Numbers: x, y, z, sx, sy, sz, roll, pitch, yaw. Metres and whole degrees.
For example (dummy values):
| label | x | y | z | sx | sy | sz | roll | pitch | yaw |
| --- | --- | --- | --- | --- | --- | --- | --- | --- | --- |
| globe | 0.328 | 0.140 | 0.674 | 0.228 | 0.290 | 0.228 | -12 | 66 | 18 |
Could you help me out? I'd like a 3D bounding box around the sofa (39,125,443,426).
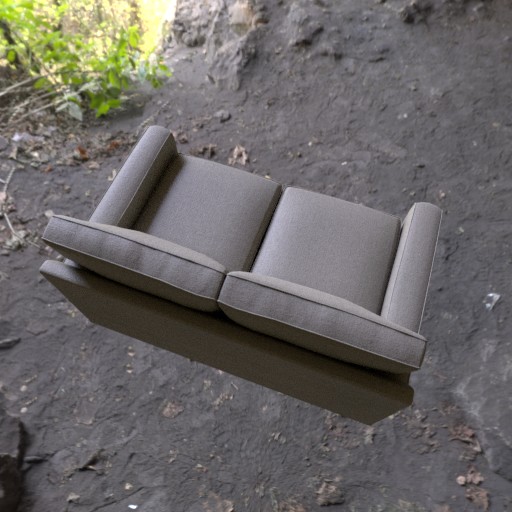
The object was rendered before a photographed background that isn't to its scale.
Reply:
| label | x | y | z | sx | sy | sz | roll | pitch | yaw |
| --- | --- | --- | --- | --- | --- | --- | --- | --- | --- |
| sofa | 0.000 | 0.000 | 2.030 | 1.484 | 0.853 | 0.940 | 18 | 64 | 9 |
